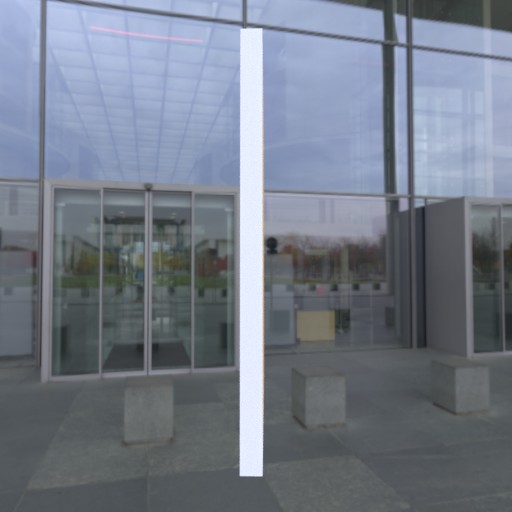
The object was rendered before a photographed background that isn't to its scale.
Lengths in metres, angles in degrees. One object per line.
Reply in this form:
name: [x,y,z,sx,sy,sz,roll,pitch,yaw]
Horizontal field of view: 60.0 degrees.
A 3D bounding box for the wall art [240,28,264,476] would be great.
wall art: [0.000,0.000,1.134,0.038,0.761,0.763,0,-2,1]
